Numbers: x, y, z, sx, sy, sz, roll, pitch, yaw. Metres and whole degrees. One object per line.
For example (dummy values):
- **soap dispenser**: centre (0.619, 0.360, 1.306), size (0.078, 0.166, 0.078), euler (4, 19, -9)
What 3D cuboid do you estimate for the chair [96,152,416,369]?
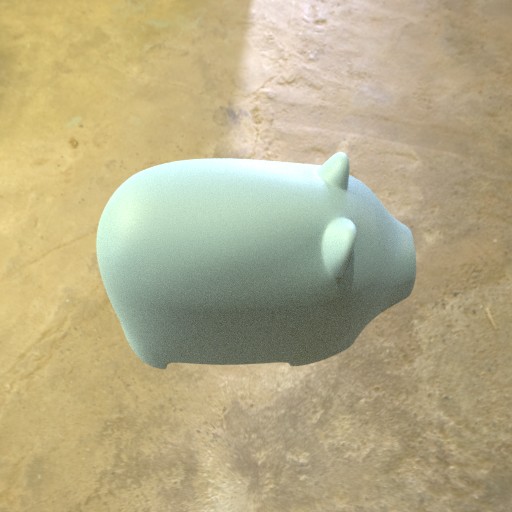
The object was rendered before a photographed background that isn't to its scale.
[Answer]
- **chair**: centre (0.000, 0.000, 0.868), size (0.619, 0.423, 0.364), euler (1, 63, 0)
